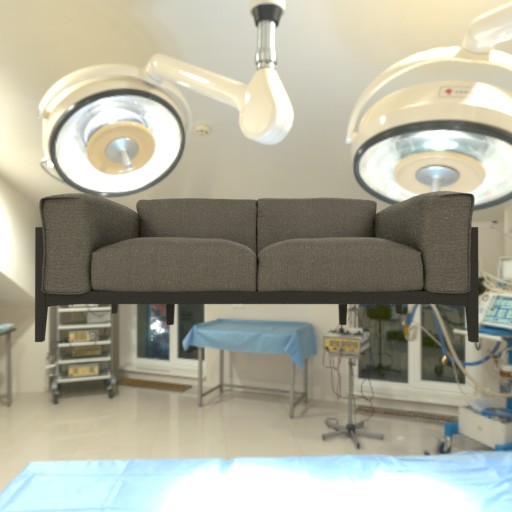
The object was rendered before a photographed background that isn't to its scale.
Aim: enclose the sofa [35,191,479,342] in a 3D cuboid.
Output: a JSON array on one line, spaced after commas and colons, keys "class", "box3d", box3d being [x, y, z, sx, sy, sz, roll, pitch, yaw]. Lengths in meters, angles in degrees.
[{"class": "sofa", "box3d": [0.000, 0.000, 2.132, 1.690, 0.656, 0.960, 0, 0, 0]}]
